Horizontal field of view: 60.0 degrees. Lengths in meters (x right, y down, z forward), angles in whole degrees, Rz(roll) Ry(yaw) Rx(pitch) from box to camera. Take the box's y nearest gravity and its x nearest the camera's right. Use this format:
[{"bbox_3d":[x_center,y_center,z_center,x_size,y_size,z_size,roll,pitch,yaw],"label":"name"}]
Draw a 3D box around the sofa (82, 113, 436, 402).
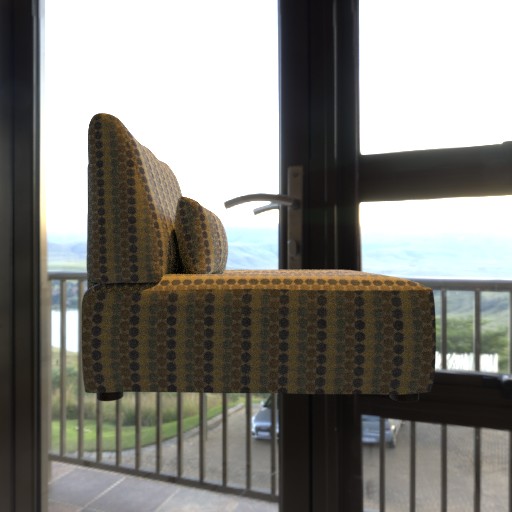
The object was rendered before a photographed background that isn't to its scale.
[{"bbox_3d":[0.000,0.000,1.570,1.000,0.820,0.700,0,0,2],"label":"sofa"}]
